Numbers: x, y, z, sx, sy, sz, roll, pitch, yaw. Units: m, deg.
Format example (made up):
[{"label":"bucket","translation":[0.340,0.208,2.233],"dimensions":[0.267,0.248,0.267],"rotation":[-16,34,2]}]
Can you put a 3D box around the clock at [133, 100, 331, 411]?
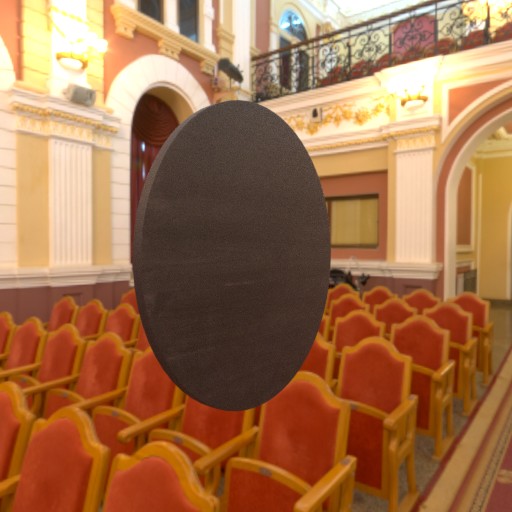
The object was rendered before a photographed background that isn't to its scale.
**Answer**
[{"label":"clock","translation":[0.000,0.000,0.889],"dimensions":[0.029,0.595,0.595],"rotation":[1,2,37]}]
